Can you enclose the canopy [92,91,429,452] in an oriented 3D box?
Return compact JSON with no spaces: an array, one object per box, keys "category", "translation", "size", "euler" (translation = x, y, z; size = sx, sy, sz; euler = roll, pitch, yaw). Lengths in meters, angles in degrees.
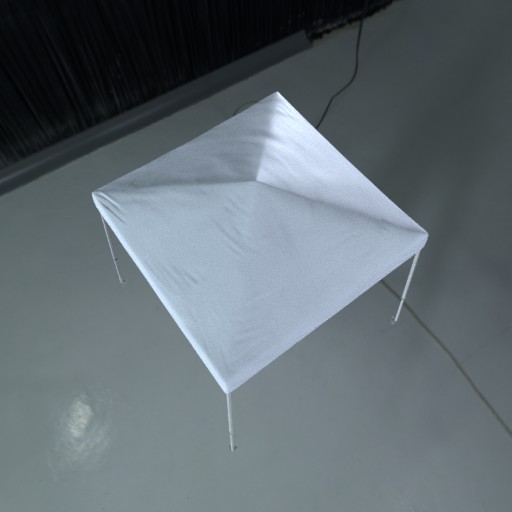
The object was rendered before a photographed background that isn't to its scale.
[{"category":"canopy","translation":[0.000,0.000,6.456],"size":[3.599,3.600,3.600],"euler":[-34,68,-16]}]
